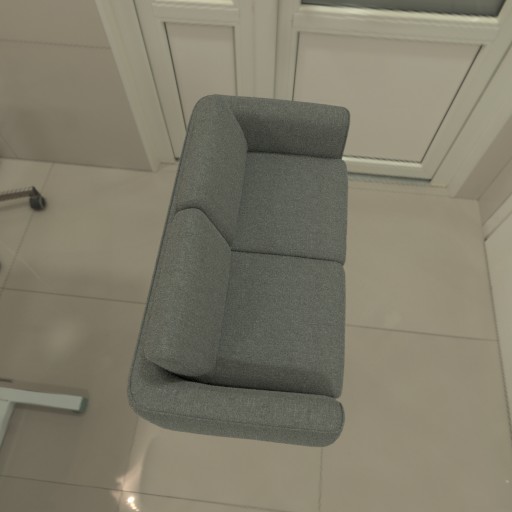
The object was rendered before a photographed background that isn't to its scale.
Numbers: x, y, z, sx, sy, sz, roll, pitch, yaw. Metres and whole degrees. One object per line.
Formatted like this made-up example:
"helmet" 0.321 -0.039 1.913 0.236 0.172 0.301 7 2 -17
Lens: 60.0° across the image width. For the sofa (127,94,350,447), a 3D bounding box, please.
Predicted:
"sofa" 0.000 0.000 2.224 0.920 0.870 1.700 6 63 3
